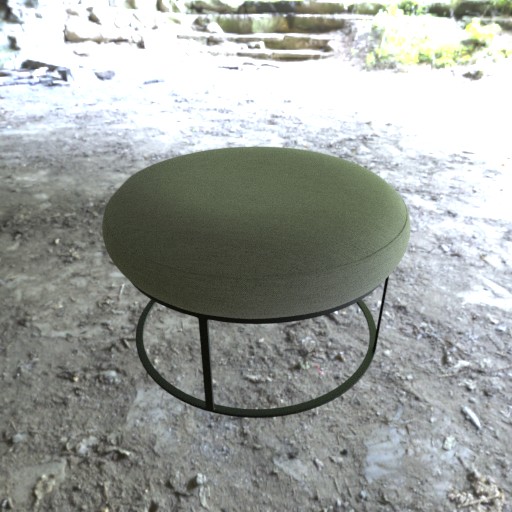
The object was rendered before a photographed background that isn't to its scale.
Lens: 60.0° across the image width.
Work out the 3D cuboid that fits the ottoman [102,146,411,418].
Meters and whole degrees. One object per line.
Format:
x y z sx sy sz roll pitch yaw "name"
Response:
0.000 0.000 1.219 0.769 0.459 0.769 0 31 0 "ottoman"
